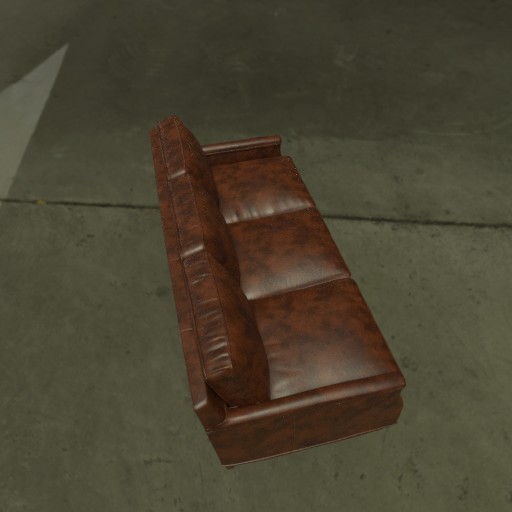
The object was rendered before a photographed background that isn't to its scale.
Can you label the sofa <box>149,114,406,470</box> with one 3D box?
[{"bbox_3d":[0.000,0.000,2.846,1.084,1.003,2.240,-10,48,-9],"label":"sofa"}]
